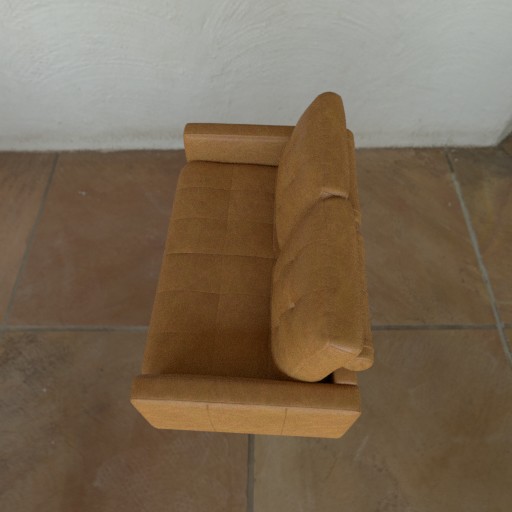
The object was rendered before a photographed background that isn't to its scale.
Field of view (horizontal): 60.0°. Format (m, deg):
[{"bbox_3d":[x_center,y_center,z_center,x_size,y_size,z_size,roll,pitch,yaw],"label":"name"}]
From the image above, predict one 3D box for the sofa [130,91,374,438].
[{"bbox_3d":[0.000,0.000,1.991,0.868,0.898,1.430,3,58,2],"label":"sofa"}]
